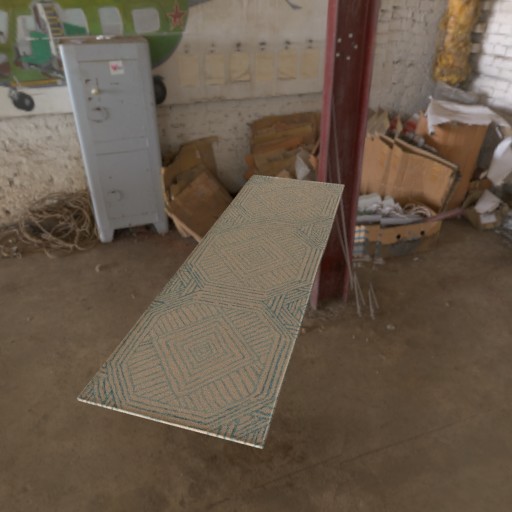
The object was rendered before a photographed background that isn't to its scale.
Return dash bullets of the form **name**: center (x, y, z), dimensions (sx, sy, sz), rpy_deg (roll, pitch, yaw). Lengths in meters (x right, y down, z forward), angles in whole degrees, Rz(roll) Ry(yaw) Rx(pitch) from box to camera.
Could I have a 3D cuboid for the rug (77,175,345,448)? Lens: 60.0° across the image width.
- **rug**: center (0.000, 0.000, 2.663), dimensions (0.775, 0.012, 2.452), rpy_deg (9, 33, 14)
